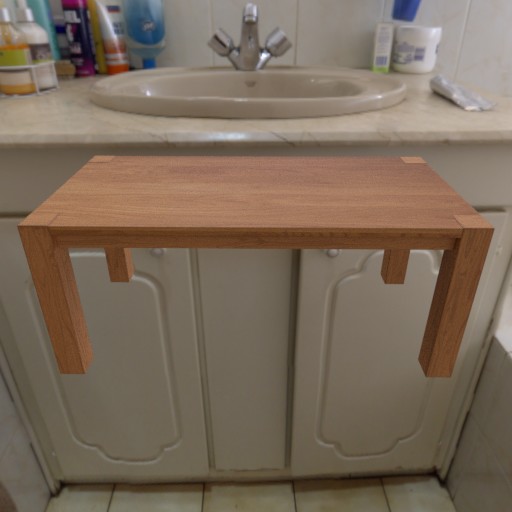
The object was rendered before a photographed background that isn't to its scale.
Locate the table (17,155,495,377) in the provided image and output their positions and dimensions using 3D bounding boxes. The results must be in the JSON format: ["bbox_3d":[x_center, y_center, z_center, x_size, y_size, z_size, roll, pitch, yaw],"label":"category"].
[{"bbox_3d":[0.000,0.000,2.246,1.800,0.760,0.900,0,29,1],"label":"table"}]
